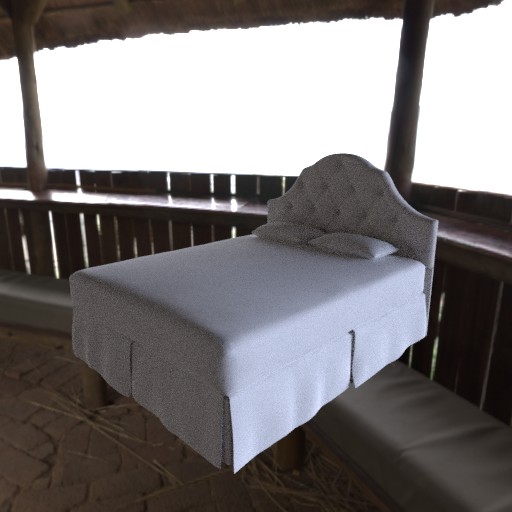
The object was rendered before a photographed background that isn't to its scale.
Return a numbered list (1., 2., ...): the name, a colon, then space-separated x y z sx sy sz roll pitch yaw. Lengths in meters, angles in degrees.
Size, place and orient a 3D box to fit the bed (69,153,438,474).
1. bed: 0.000 0.000 3.677 2.039 1.617 2.477 14 20 43
